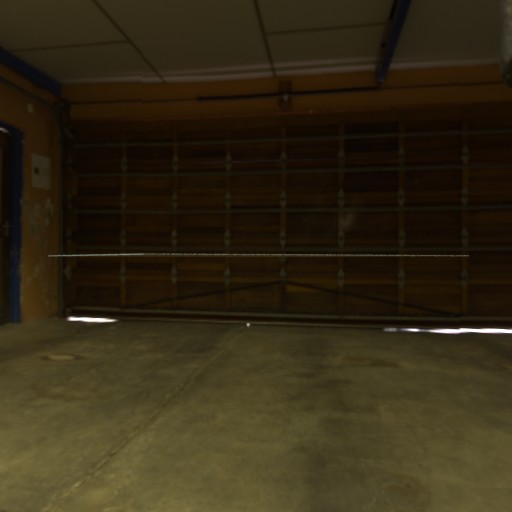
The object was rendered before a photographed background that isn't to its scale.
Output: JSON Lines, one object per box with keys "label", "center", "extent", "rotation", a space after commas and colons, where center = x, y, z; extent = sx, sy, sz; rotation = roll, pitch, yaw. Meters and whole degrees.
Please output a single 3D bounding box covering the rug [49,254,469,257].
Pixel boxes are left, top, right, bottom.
{"label": "rug", "center": [0.000, 0.000, 4.229], "extent": [3.200, 0.007, 2.443], "rotation": [0, 0, -36]}
